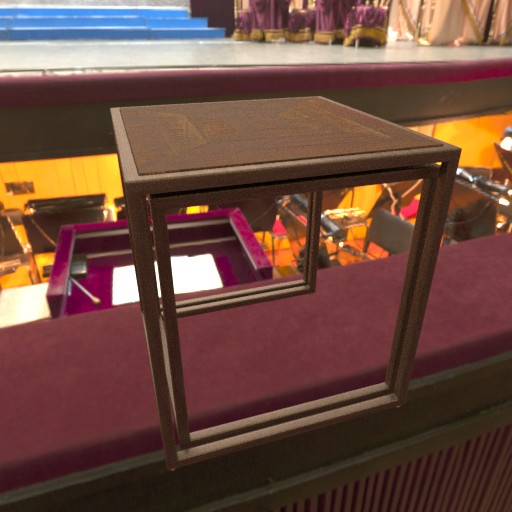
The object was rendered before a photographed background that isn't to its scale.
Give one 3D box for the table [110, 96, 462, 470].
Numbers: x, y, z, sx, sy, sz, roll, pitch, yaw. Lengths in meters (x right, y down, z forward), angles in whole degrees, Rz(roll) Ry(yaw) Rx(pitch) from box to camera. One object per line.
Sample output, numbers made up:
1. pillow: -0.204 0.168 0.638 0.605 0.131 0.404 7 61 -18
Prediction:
1. table: 0.000 0.000 0.851 0.449 0.500 0.450 -9 30 -16
